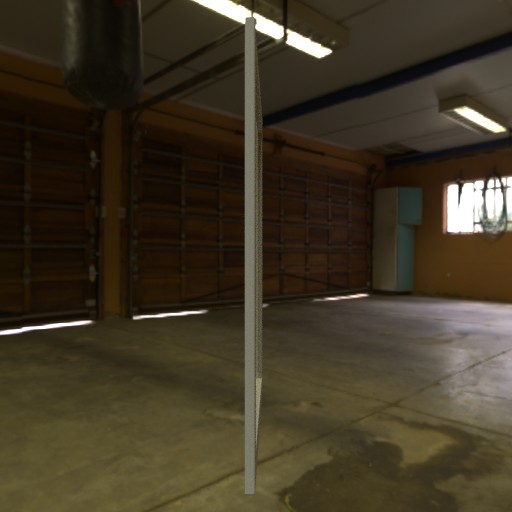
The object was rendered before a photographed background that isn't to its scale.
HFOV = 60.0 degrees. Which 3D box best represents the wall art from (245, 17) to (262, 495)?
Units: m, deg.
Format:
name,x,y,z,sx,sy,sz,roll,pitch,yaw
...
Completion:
name,x,y,z,sx,sy,sz,roll,pitch,yaw
wall art,0.000,0.000,0.676,0.012,0.529,0.374,0,0,2
